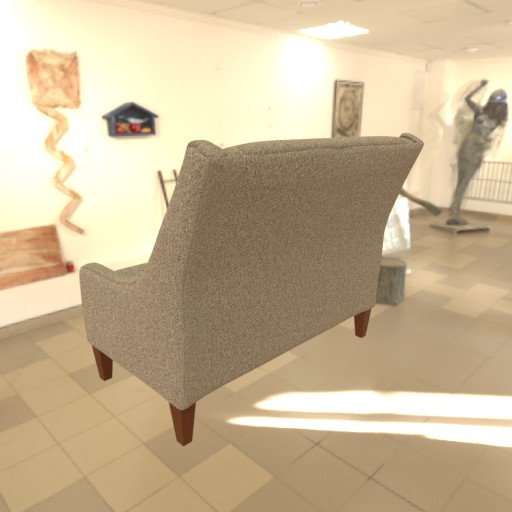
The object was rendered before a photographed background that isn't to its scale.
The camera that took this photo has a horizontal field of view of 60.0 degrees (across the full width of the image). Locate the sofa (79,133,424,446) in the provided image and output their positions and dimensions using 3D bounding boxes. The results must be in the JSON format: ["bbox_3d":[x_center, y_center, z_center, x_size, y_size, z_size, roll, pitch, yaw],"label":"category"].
[{"bbox_3d":[0.000,0.000,1.929,0.862,1.026,1.242,16,23,42],"label":"sofa"}]
